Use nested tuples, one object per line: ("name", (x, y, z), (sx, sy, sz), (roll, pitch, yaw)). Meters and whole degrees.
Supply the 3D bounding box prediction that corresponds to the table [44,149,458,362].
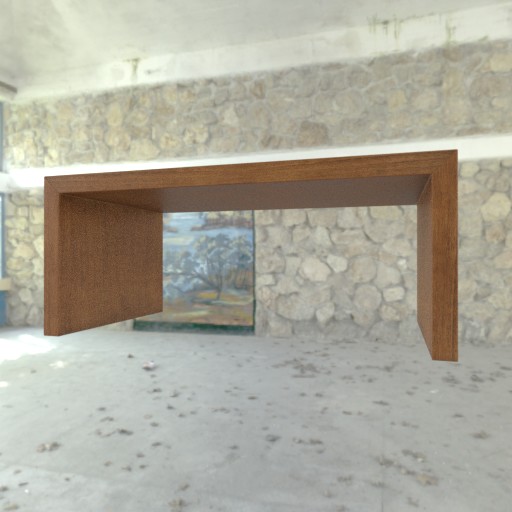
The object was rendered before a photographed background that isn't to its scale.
("table", (0.000, 0.000, 1.280), (1.000, 0.419, 0.549), (0, 0, 17))
